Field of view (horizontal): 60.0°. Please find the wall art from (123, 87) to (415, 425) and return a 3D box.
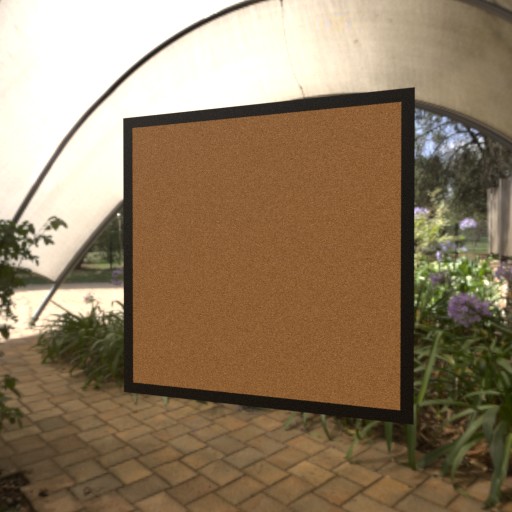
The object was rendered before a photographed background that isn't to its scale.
[{"bbox_3d":[0.000,0.000,1.134,0.762,0.762,0.038,0,1,18],"label":"wall art"}]
